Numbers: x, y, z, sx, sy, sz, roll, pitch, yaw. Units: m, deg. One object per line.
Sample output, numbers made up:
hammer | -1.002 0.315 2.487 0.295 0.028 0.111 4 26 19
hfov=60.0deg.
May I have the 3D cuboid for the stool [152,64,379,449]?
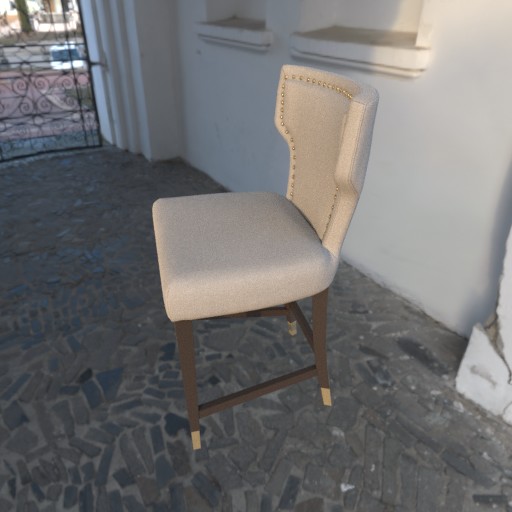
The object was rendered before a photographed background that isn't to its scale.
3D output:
stool | 0.000 0.000 1.315 0.563 0.982 0.527 -8 32 -12
